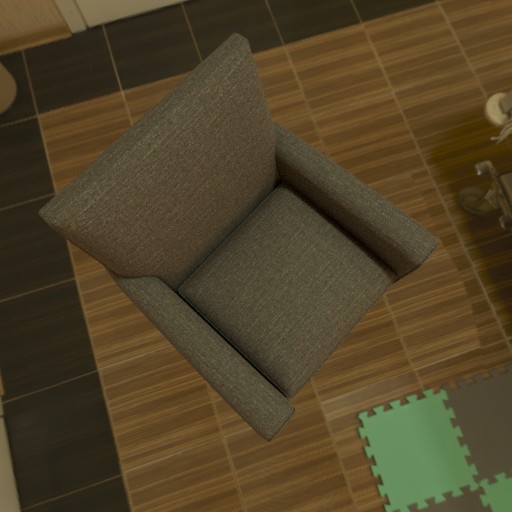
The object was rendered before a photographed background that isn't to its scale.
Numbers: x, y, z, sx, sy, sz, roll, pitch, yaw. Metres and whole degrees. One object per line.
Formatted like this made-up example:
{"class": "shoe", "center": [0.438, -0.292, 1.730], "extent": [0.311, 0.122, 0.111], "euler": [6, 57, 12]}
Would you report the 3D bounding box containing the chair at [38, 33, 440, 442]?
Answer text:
{"class": "chair", "center": [0.000, 0.000, 1.581], "extent": [0.875, 0.885, 0.838], "euler": [42, 80, 9]}
